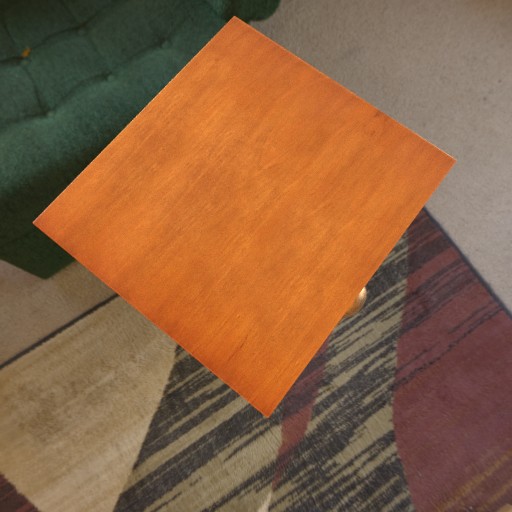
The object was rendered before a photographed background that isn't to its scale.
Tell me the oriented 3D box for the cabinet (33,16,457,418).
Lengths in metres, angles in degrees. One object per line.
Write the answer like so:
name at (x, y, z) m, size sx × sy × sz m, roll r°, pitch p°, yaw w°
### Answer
cabinet at (0.000, 0.000, 0.851) m, size 0.401 × 0.579 × 0.409 m, roll 37°, pitch 78°, yaw 10°
